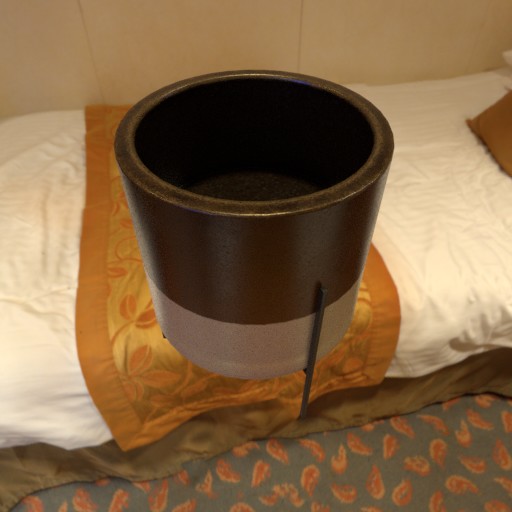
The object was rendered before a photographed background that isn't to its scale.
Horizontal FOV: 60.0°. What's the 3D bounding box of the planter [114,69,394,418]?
[{"bbox_3d":[0.000,0.000,0.716,0.345,0.465,0.354,24,50,22],"label":"planter"}]
